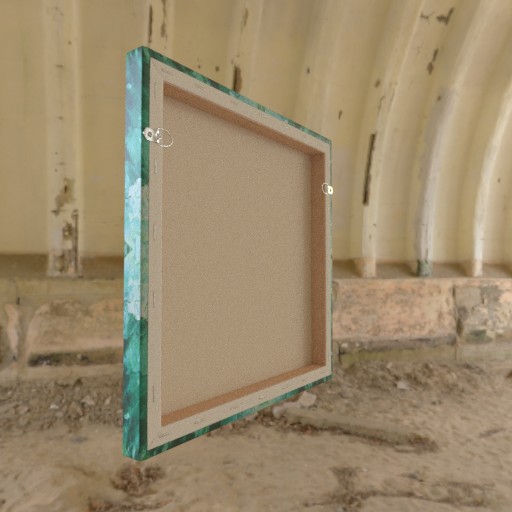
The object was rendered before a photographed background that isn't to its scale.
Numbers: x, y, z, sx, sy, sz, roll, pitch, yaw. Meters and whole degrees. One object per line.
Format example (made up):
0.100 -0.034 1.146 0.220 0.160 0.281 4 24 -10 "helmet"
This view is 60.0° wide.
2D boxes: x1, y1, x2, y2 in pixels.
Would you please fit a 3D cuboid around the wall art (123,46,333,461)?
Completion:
0.000 0.000 0.748 0.038 0.508 0.507 -1 -2 36 "wall art"
